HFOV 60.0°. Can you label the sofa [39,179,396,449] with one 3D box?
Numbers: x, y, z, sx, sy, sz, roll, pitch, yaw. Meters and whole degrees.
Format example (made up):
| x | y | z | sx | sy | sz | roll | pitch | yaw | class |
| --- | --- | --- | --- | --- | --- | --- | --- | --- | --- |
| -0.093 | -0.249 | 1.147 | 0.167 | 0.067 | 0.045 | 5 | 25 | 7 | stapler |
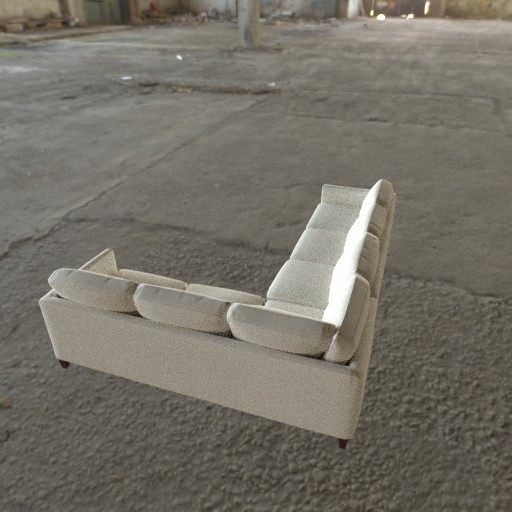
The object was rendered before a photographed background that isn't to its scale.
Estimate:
| x | y | z | sx | sy | sz | roll | pitch | yaw | class |
| --- | --- | --- | --- | --- | --- | --- | --- | --- | --- |
| 0.000 | 0.000 | 4.604 | 2.593 | 0.947 | 3.302 | 10 | 32 | 16 | sofa |
